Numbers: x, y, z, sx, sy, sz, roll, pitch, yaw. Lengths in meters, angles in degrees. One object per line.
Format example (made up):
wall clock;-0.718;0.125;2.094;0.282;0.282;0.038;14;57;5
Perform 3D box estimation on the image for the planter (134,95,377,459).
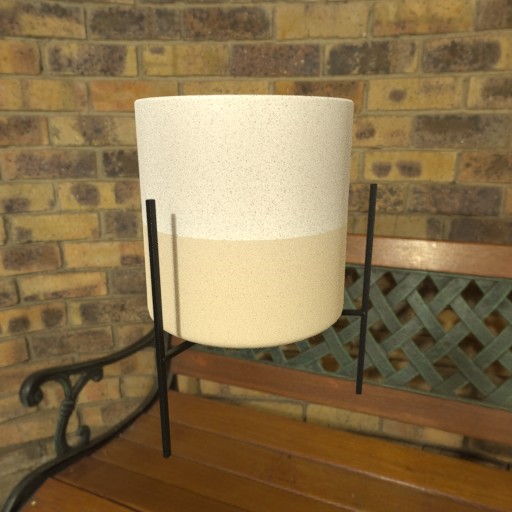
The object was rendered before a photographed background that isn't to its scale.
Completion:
planter;0.000;0.000;0.552;0.267;0.362;0.263;-2;16;-8
